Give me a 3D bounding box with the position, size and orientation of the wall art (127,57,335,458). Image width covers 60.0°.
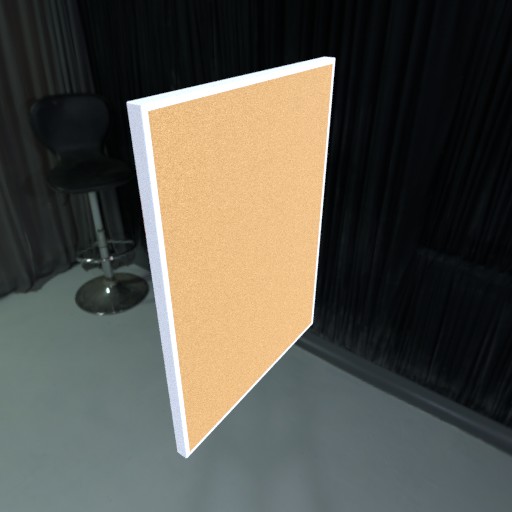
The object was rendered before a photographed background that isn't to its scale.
[{"bbox_3d":[0.000,0.000,1.590,0.046,1.221,0.914,20,37,30],"label":"wall art"}]
